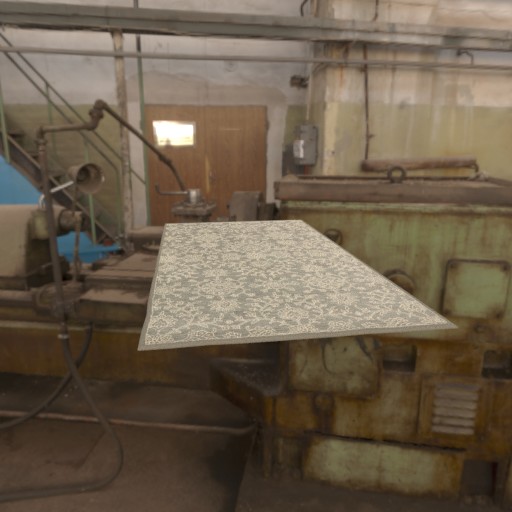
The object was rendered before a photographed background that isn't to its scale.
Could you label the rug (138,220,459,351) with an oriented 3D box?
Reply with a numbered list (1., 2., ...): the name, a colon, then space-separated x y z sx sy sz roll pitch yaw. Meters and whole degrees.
1. rug: 0.000 0.000 3.531 1.546 0.011 3.048 -2 15 -9
